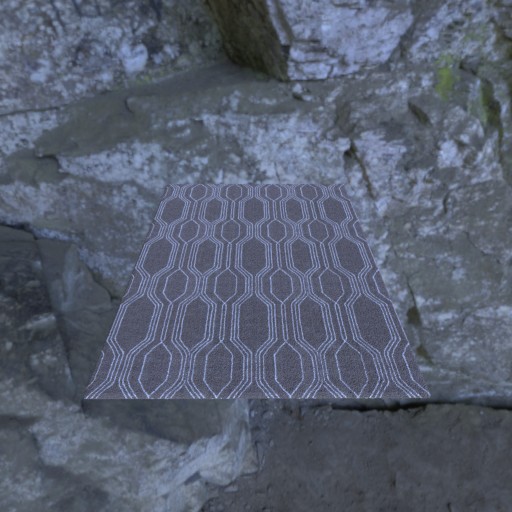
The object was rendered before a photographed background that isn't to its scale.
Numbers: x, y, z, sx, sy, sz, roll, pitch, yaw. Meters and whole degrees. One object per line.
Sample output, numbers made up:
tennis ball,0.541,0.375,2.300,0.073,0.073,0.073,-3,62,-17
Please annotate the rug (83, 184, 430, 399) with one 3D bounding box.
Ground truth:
rug,0.000,0.000,2.340,1.239,0.012,1.836,0,33,0
